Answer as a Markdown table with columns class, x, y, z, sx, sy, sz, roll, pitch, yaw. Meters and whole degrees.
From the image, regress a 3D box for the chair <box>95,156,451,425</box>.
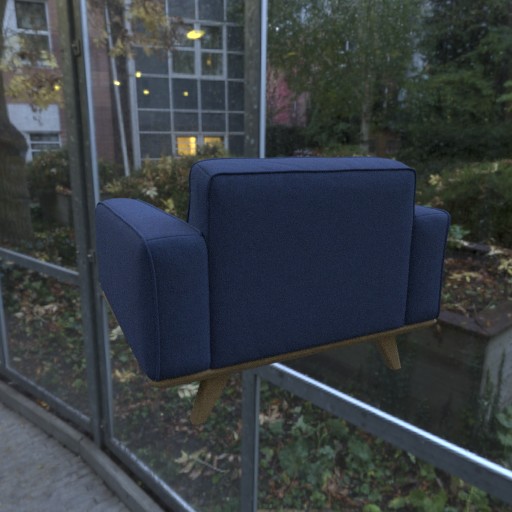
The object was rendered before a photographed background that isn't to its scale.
| class | x | y | z | sx | sy | sz | roll | pitch | yaw |
| --- | --- | --- | --- | --- | --- | --- | --- | --- | --- |
| chair | 0.000 | 0.000 | 1.767 | 1.118 | 0.783 | 0.953 | -7 | 15 | -25 |
